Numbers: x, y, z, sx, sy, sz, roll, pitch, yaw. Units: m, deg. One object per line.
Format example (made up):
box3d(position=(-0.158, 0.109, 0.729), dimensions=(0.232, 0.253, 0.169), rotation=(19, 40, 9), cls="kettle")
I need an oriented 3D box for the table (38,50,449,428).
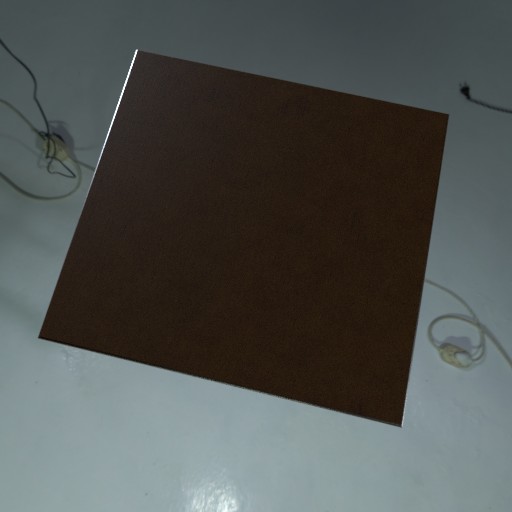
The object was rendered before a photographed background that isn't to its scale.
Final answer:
box3d(position=(0.000, 0.000, 1.038), dimensions=(0.602, 0.562, 0.560), rotation=(13, 77, 3), cls="table")
